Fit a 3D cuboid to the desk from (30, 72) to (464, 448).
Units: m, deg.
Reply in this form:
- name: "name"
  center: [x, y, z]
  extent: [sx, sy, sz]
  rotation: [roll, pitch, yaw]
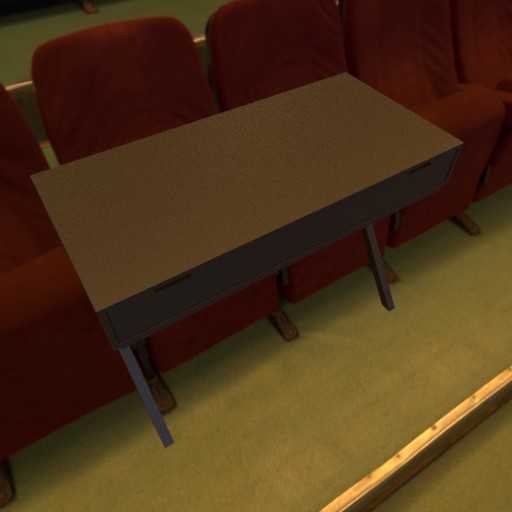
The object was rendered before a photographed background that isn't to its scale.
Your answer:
- name: "desk"
  center: [0.000, 0.000, 1.477]
  extent: [1.057, 0.780, 0.504]
  rotation: [-26, 53, -21]
